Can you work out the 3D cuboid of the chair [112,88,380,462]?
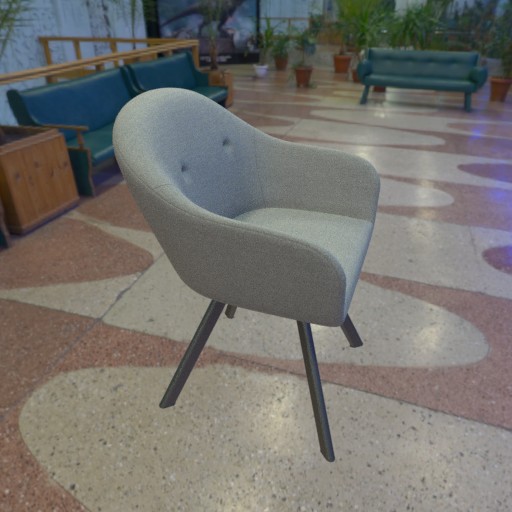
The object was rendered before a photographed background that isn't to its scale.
[{"bbox_3d":[0.000,0.000,1.138,0.570,0.780,0.540,11,32,18],"label":"chair"}]
